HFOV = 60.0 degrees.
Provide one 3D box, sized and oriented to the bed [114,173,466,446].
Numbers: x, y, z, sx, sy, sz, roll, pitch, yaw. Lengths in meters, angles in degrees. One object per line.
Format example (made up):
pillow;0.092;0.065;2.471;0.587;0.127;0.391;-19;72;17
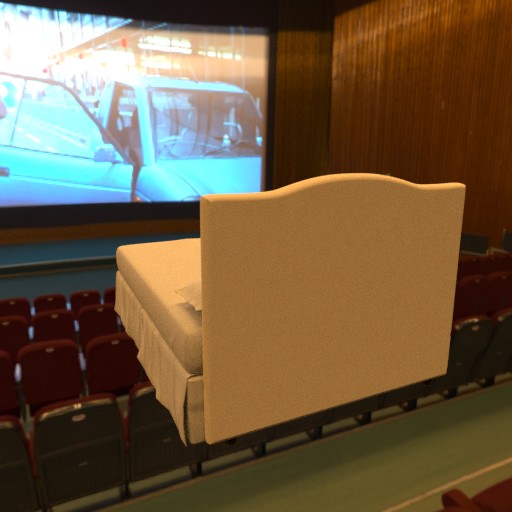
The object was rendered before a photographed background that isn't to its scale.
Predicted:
bed;0.000;0.000;3.594;1.977;1.437;2.477;-7;15;-25
